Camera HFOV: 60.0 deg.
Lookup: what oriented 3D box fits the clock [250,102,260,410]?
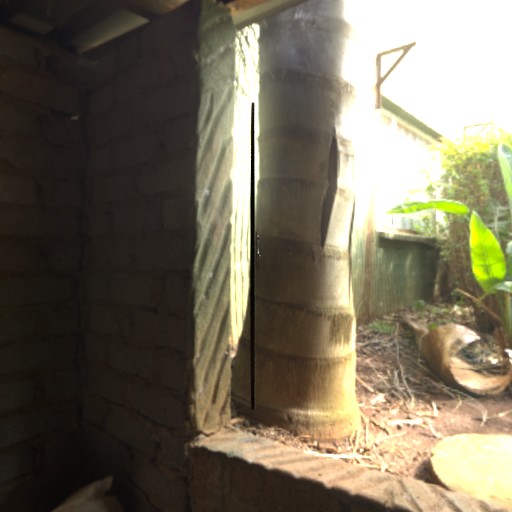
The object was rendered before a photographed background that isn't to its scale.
[{"bbox_3d":[0.000,0.000,1.285,0.025,0.843,0.843,0,0,0],"label":"clock"}]
